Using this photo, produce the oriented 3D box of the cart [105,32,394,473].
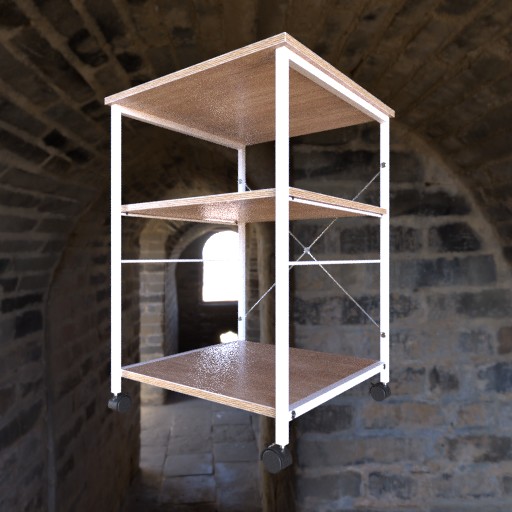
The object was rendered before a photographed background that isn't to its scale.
[{"bbox_3d":[0.000,0.000,1.118,0.521,0.762,0.520,0,0,37],"label":"cart"}]
